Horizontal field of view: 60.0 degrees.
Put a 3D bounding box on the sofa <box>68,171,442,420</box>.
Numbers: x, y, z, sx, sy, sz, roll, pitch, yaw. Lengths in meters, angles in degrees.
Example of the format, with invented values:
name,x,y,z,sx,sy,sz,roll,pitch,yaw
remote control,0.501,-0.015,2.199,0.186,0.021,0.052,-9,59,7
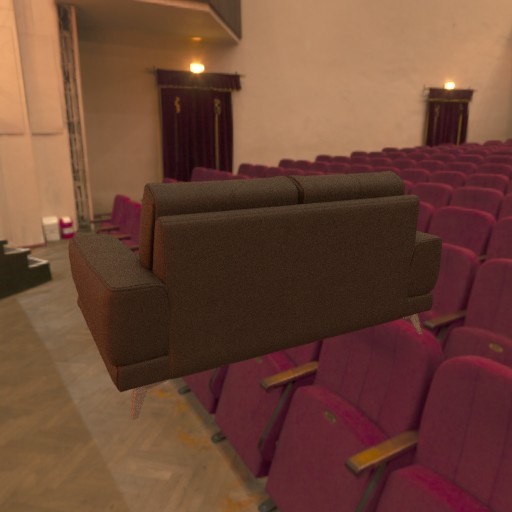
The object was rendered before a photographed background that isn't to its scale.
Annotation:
name,x,y,z,sx,sy,sz,roll,pitch,yaw
sofa,0.000,0.000,2.409,1.806,0.907,1.018,-8,17,-28
